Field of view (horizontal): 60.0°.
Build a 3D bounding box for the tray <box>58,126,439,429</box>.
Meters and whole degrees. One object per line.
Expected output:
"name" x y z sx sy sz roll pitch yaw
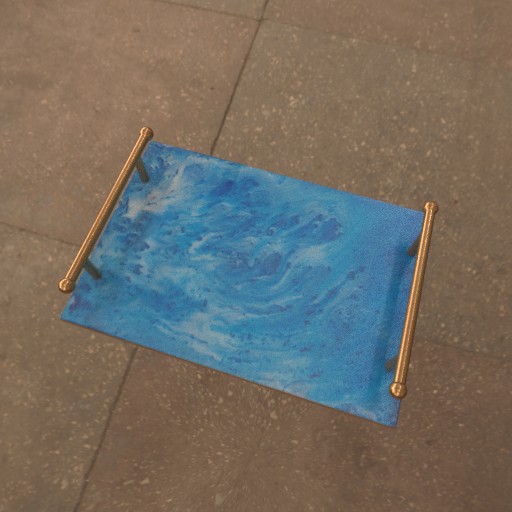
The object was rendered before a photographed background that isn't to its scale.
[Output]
"tray" 0.000 0.000 0.585 0.444 0.084 0.304 16 67 7
